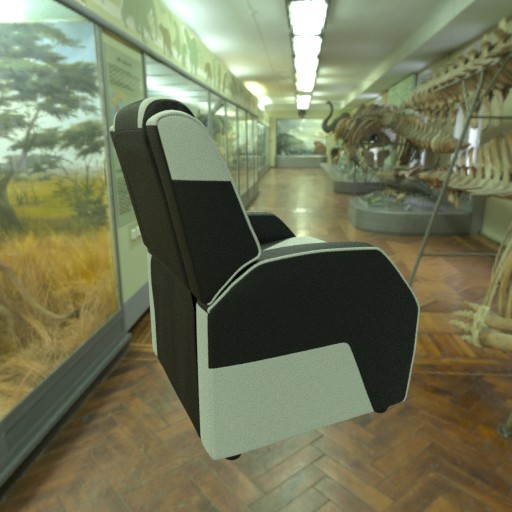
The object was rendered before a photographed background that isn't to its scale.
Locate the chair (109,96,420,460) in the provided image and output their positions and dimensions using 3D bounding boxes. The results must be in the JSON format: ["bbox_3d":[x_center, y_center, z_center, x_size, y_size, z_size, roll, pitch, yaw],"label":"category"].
[{"bbox_3d":[0.000,0.000,1.251,0.672,0.805,0.620,-7,16,-24],"label":"chair"}]
